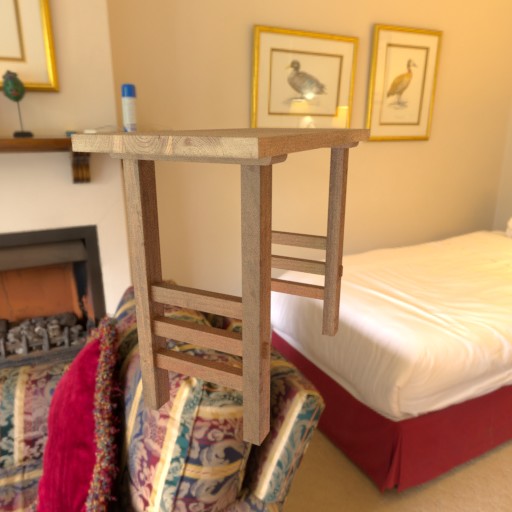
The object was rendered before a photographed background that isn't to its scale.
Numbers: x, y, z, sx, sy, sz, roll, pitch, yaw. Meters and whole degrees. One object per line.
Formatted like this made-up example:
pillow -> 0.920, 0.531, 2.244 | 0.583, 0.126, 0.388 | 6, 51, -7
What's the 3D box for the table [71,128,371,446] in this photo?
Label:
table -> 0.000, 0.000, 1.680 | 0.556, 0.914, 1.119 | 8, 19, 25
